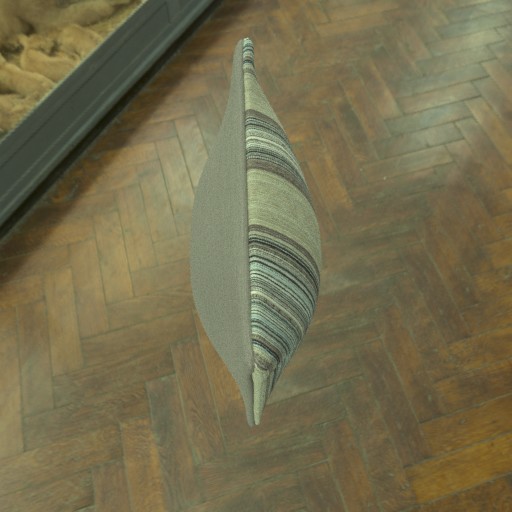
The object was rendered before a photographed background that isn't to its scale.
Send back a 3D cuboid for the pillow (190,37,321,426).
[{"bbox_3d":[0.000,0.000,0.661,0.189,0.416,0.435,-2,63,-1],"label":"pillow"}]
